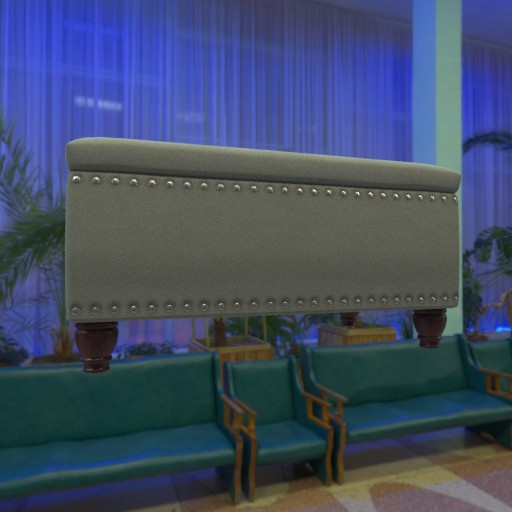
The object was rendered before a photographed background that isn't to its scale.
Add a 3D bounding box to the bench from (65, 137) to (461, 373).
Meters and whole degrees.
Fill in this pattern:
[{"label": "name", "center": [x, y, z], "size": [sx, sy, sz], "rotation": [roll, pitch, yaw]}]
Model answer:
[{"label": "bench", "center": [0.000, 0.000, 1.162], "size": [0.887, 0.449, 0.500], "rotation": [0, -1, -18]}]
